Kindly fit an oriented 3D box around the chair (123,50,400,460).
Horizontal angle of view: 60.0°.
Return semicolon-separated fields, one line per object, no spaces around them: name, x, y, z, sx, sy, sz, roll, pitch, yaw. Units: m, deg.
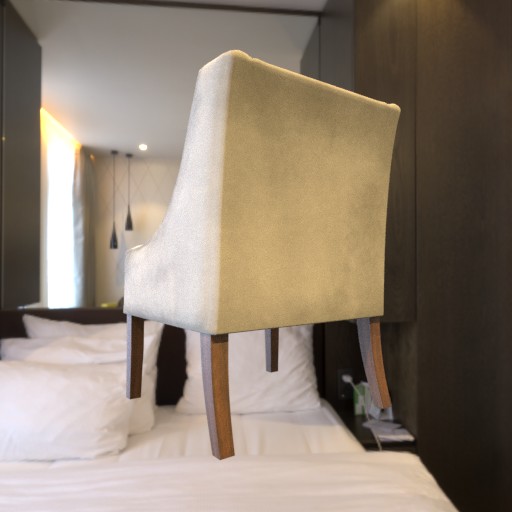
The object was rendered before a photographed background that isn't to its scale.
chair;0.000;0.000;1.364;0.629;0.895;0.629;1;-1;-37
